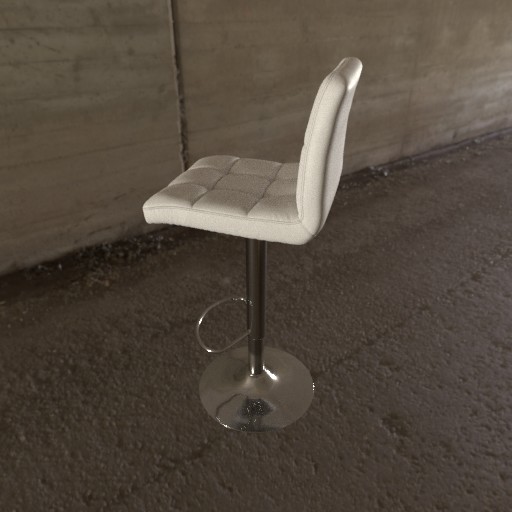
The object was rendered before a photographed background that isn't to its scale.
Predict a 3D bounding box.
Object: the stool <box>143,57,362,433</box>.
[{"bbox_3d":[0.000,0.000,1.372,0.505,1.115,0.430,8,31,13],"label":"stool"}]
